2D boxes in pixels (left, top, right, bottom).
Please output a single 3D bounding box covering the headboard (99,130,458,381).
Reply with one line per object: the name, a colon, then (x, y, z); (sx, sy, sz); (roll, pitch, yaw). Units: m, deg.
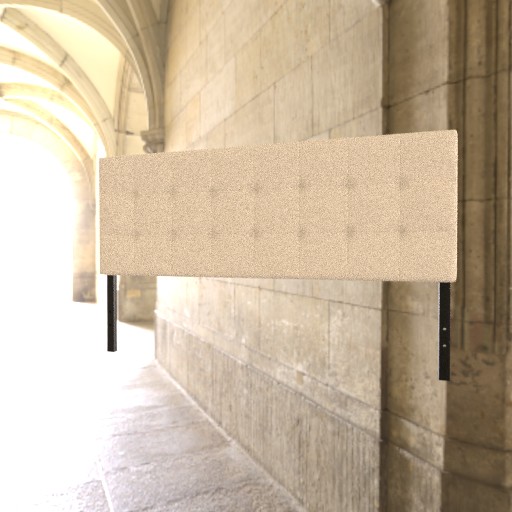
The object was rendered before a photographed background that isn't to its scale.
headboard: (0.000, 0.000, 2.852); (2.362, 1.410, 0.120); (0, 1, 18)
